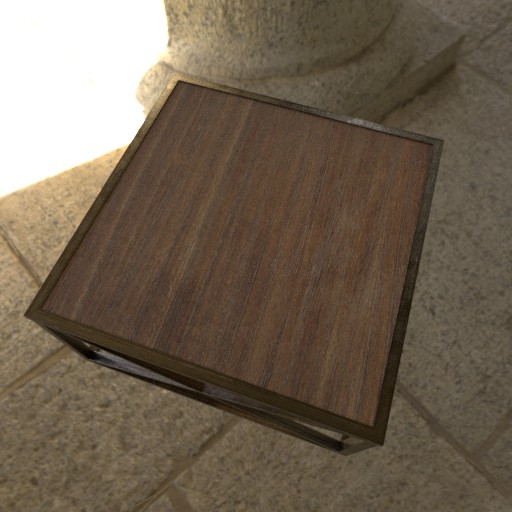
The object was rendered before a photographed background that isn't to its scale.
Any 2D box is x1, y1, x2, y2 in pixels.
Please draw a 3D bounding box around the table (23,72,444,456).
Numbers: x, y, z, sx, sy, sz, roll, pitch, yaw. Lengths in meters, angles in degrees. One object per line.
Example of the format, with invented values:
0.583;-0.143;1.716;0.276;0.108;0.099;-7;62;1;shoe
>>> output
0.000;0.000;1.420;0.899;0.451;0.909;17;64;9;table
